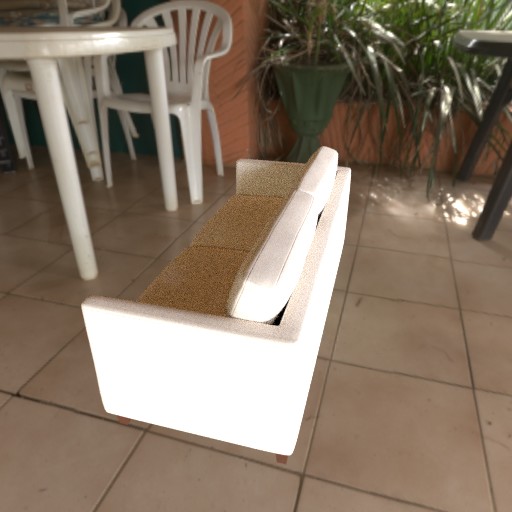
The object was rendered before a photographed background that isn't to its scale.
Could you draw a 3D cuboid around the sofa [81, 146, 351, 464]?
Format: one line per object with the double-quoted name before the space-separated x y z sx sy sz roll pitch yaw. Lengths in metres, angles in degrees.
"sofa" 0.000 0.000 2.681 0.924 0.933 2.139 8 30 14
